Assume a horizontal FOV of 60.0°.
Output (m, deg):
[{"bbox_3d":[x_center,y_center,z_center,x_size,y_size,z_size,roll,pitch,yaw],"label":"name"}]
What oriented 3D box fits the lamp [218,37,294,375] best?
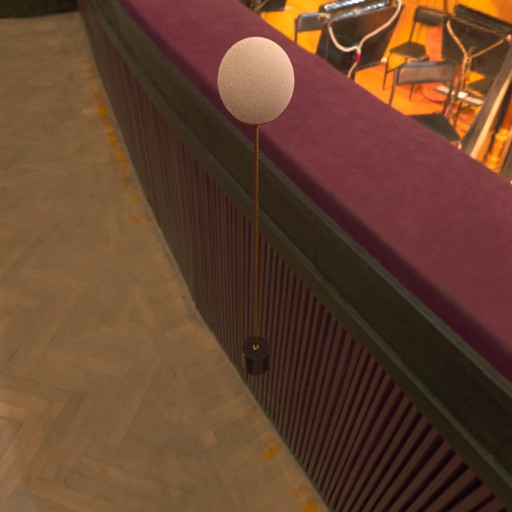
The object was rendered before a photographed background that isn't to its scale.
[{"bbox_3d":[0.000,0.000,1.871,0.229,1.748,0.229,-23,50,-21],"label":"lamp"}]
